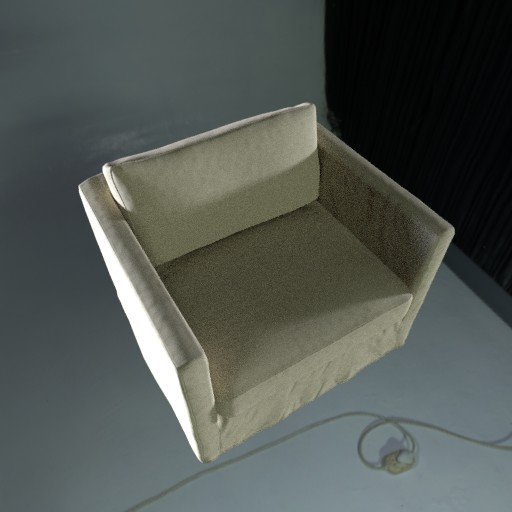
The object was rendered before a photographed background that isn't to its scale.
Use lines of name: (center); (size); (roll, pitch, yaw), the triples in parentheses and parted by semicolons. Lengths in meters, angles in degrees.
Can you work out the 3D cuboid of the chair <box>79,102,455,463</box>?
chair: (0.000, 0.000, 1.762); (1.057, 0.867, 0.949); (-24, 52, -20)
